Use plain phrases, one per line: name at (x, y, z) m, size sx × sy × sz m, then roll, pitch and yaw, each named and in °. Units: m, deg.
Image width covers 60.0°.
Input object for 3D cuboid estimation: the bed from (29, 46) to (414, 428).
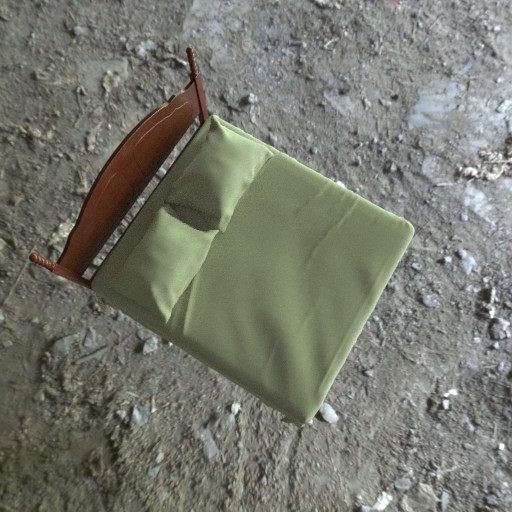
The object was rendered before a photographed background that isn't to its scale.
bed at (0.000, 0.000, 3.186) m, size 2.040 × 1.356 × 1.873 m, roll 31°, pitch 78°, yaw 7°
